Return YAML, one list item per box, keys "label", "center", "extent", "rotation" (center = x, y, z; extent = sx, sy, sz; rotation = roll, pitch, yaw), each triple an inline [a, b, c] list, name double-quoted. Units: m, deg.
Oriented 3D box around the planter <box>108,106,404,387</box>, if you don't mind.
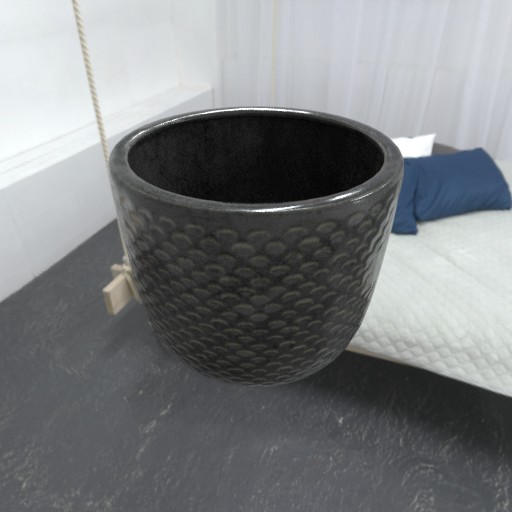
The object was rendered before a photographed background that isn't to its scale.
- label: "planter"
  center: [0.000, 0.000, 0.249]
  extent: [0.140, 0.129, 0.140]
  rotation: [0, 34, 0]
